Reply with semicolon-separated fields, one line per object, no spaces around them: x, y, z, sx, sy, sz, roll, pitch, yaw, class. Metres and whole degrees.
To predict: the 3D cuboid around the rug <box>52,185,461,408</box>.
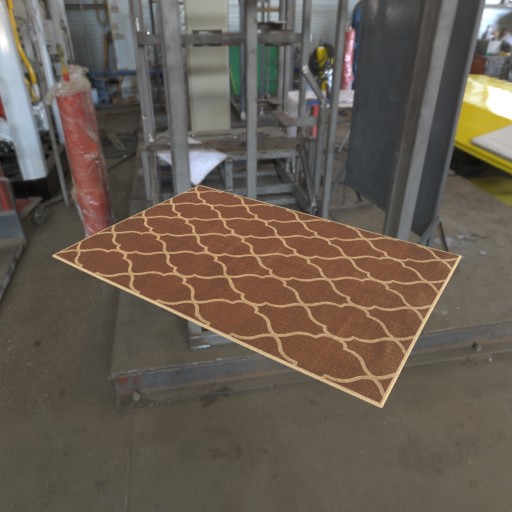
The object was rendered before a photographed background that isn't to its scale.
0.000;0.000;2.965;2.290;0.014;1.526;19;36;28;rug
